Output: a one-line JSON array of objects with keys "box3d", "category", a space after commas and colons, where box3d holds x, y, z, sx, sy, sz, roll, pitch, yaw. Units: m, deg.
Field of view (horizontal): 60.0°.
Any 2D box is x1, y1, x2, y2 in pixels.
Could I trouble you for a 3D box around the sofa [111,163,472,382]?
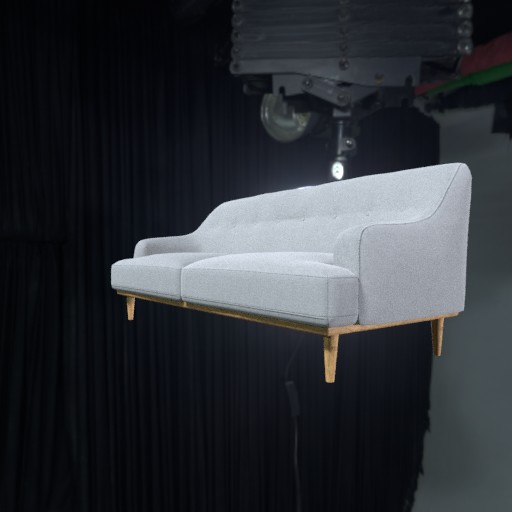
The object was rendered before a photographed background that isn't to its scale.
[{"box3d": [0.000, 0.000, 2.513, 0.978, 0.871, 2.057, 0, 0, -37], "category": "sofa"}]
